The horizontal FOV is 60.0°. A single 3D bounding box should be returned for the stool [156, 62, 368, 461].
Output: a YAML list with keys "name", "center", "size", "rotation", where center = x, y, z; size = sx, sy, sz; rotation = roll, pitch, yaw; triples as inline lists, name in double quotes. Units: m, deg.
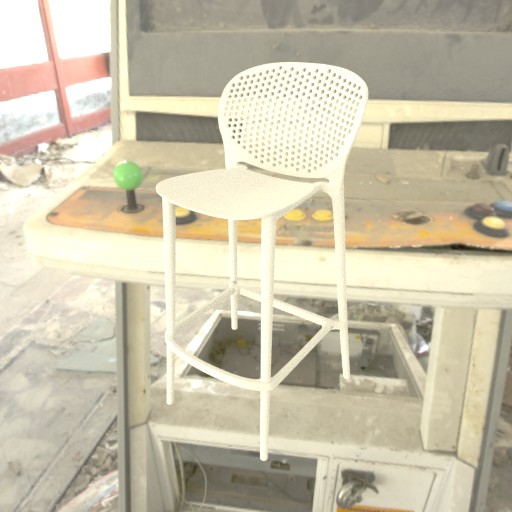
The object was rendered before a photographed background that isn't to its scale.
- name: "stool"
  center: [0.000, 0.000, 1.348]
  size: [0.536, 1.045, 0.535]
  rotation: [18, 33, 30]
